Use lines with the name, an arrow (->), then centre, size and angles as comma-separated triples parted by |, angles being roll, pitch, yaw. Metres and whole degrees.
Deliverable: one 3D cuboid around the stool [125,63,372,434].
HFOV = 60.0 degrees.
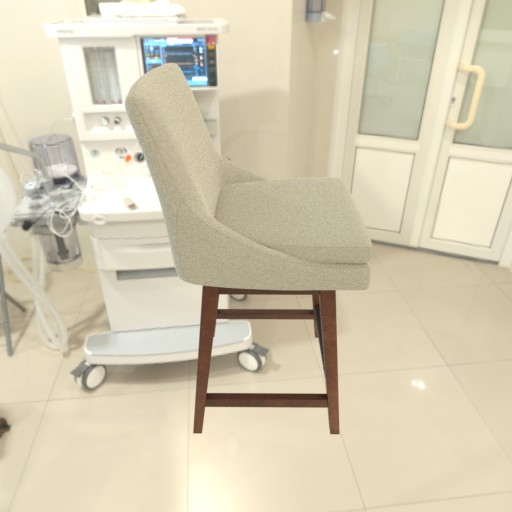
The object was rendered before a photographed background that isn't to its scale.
stool -> 0.000, 0.000, 1.292 | 0.559, 0.991, 0.469 | 0, 32, 0
